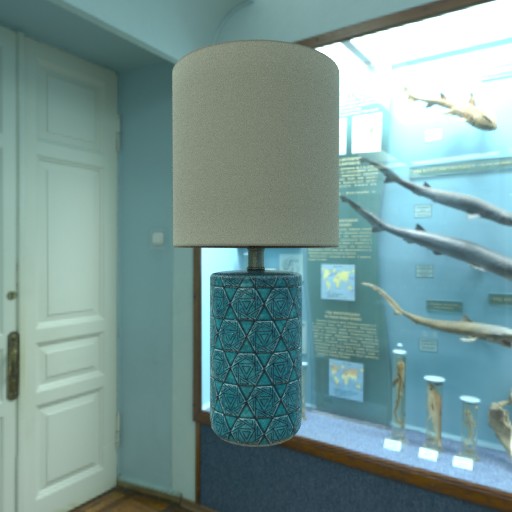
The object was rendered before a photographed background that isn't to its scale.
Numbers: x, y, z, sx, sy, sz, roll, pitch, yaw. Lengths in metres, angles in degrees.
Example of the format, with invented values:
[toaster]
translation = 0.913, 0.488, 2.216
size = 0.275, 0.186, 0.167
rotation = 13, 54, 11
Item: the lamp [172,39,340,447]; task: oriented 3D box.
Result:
[lamp]
translation = 0.000, 0.000, 0.750
size = 0.278, 0.597, 0.278
rotation = 0, 0, 36
